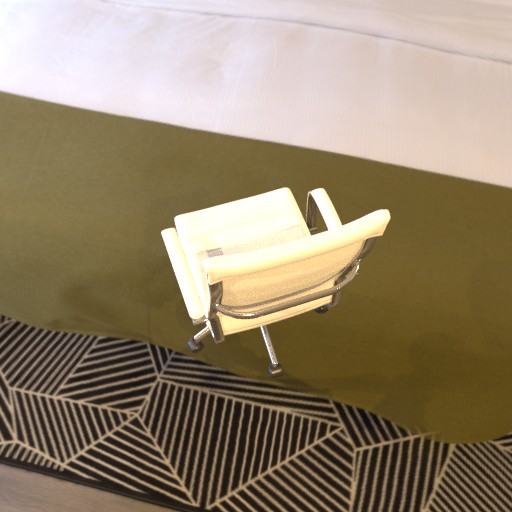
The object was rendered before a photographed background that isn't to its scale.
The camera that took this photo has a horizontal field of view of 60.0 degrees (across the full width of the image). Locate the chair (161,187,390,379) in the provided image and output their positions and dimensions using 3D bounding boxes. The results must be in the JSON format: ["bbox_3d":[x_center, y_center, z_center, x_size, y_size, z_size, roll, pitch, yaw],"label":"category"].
[{"bbox_3d":[0.000,0.000,1.592,0.679,1.149,0.679,-16,61,-9],"label":"chair"}]
